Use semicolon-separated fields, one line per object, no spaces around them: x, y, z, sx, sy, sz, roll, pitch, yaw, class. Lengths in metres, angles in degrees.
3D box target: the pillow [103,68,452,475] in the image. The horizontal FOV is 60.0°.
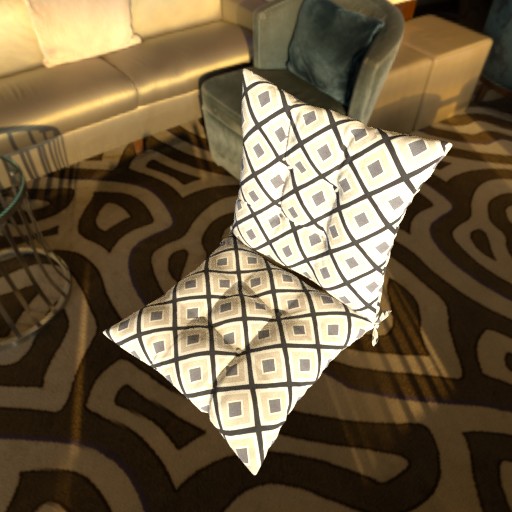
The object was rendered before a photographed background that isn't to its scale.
0.000;0.000;0.972;0.541;0.536;0.585;32;54;27;pillow
